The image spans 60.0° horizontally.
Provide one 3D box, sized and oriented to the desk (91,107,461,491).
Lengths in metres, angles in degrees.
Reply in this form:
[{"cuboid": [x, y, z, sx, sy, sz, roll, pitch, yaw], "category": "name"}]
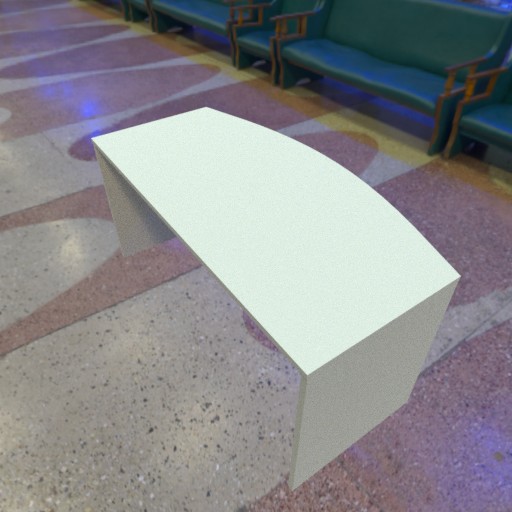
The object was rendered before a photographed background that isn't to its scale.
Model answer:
[{"cuboid": [0.000, 0.000, 2.046, 0.802, 0.750, 1.600, -25, 47, -25], "category": "desk"}]
